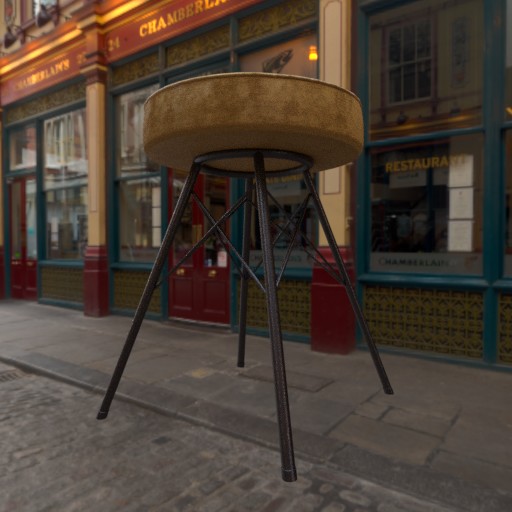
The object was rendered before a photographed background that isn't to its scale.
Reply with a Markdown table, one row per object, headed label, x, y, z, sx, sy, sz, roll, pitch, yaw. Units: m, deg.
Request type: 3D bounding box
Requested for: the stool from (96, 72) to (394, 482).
| label | x | y | z | sx | sy | sz | roll | pitch | yaw |
| --- | --- | --- | --- | --- | --- | --- | --- | --- | --- |
| stool | 0.000 | 0.000 | 0.887 | 0.438 | 0.595 | 0.472 | 0 | 0 | 36 |
